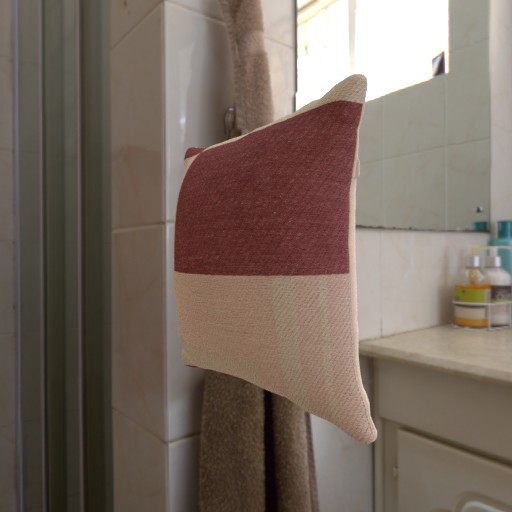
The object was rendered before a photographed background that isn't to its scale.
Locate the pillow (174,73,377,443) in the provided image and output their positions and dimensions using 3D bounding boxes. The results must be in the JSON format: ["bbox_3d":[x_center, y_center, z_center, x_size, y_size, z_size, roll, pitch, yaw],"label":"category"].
[{"bbox_3d":[0.000,0.000,0.806,0.229,0.506,0.536,0,0,-36],"label":"pillow"}]
